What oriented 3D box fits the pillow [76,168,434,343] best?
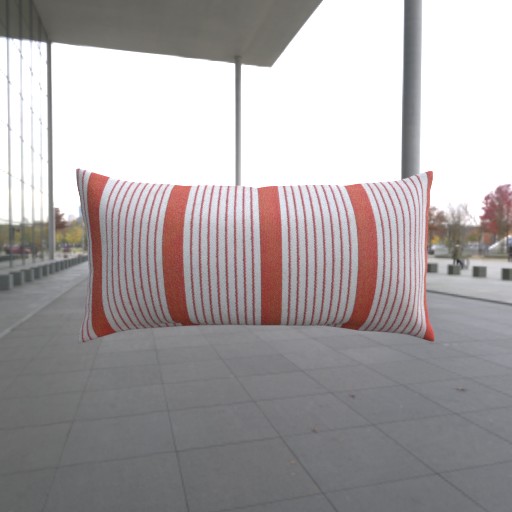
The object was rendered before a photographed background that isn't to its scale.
[{"bbox_3d":[0.000,0.000,0.750,0.608,0.297,0.151,0,1,0],"label":"pillow"}]
